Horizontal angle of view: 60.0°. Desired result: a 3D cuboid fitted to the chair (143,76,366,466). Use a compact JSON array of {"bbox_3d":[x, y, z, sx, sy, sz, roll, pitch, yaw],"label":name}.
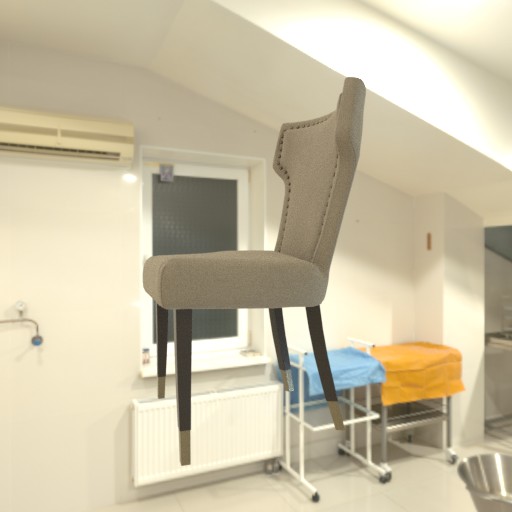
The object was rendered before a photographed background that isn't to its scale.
[{"bbox_3d":[0.000,0.000,1.332,0.630,0.955,0.526,0,0,-18],"label":"chair"}]
